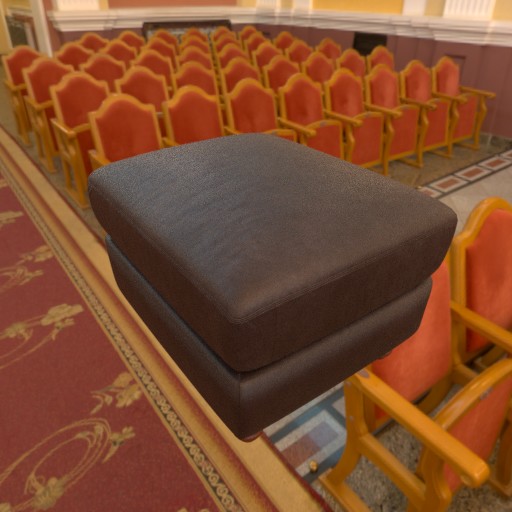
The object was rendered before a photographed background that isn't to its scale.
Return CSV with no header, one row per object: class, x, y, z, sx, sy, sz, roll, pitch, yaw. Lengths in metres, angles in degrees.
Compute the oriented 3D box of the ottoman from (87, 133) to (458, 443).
ottoman,0.000,0.000,1.264,0.670,0.569,0.806,-21,37,-30
